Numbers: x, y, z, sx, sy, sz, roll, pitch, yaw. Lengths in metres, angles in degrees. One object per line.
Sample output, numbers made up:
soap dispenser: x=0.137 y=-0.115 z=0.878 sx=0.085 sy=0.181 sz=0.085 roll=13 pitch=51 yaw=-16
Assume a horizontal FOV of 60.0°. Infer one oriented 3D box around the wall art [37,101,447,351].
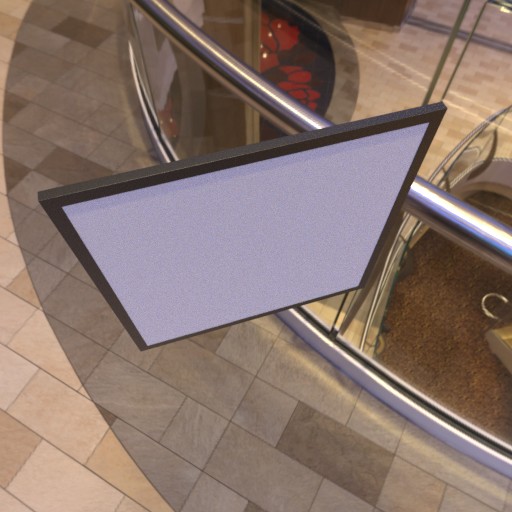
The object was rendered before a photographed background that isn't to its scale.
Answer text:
wall art: x=0.000 y=0.000 z=1.191 sx=0.807 sy=0.807 sz=0.022 roll=-15 pitch=60 yaw=-9
